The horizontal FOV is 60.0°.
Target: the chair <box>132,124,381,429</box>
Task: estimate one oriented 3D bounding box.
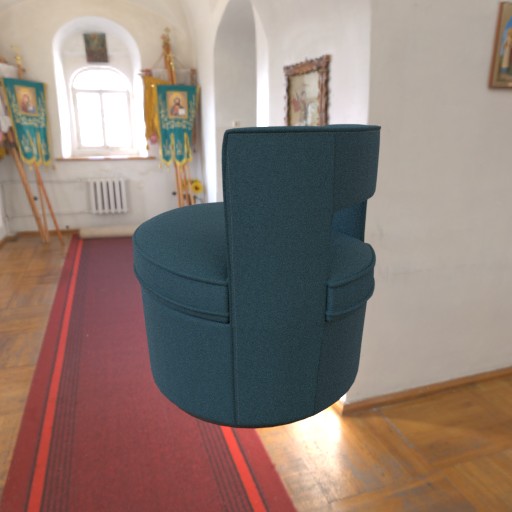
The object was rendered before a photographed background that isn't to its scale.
[{"bbox_3d":[0.000,0.000,1.250,0.660,0.711,0.684,8,19,25],"label":"chair"}]
